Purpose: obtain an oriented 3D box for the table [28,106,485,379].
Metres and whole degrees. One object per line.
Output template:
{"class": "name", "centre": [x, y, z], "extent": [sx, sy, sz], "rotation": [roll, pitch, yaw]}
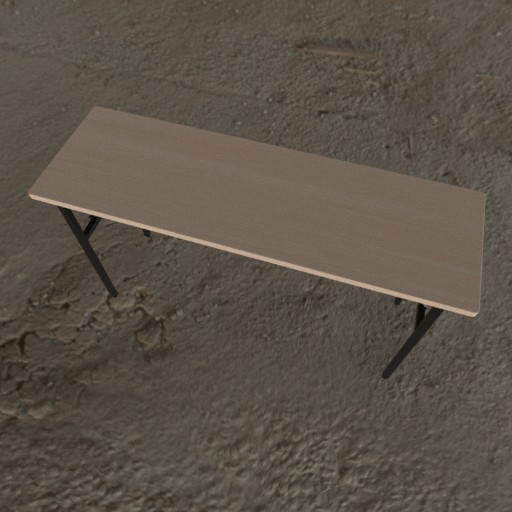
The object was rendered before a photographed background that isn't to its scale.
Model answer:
{"class": "table", "centre": [0.000, 0.000, 1.731], "extent": [1.397, 0.750, 0.447], "rotation": [15, 59, 9]}
